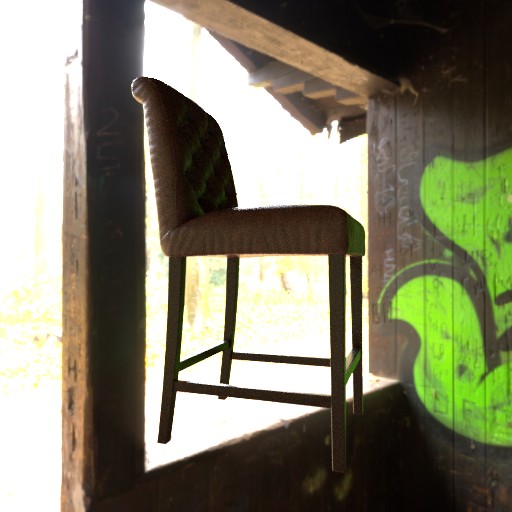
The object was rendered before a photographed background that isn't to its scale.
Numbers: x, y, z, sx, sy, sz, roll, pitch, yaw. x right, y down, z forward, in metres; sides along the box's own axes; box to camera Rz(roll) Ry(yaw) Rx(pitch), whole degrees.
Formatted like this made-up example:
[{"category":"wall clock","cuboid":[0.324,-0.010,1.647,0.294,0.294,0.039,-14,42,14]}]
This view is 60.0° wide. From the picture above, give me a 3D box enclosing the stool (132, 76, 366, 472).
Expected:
[{"category":"stool","cuboid":[0.000,0.000,1.428,0.660,1.084,0.486,0,-1,19]}]
